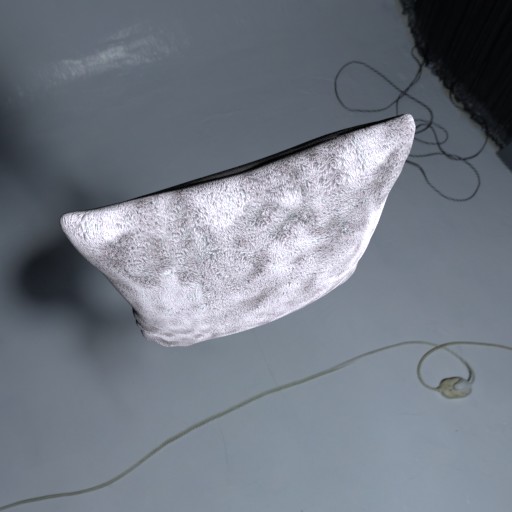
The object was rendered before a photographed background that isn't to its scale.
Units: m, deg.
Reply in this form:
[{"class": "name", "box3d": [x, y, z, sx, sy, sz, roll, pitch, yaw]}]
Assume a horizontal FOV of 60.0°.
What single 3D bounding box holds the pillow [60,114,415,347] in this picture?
[{"class": "pillow", "box3d": [0.000, 0.000, 0.812, 0.522, 0.520, 0.204, -20, 65, -10]}]
